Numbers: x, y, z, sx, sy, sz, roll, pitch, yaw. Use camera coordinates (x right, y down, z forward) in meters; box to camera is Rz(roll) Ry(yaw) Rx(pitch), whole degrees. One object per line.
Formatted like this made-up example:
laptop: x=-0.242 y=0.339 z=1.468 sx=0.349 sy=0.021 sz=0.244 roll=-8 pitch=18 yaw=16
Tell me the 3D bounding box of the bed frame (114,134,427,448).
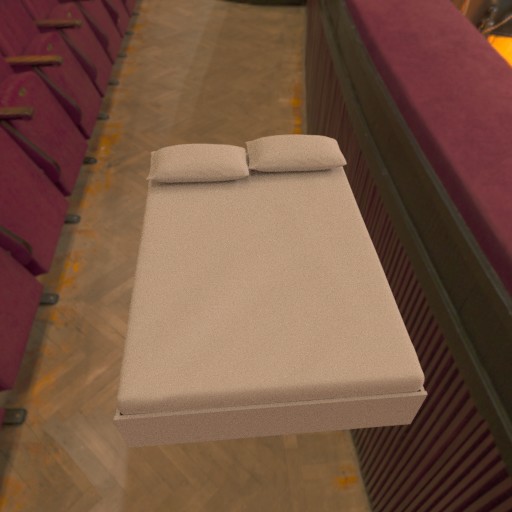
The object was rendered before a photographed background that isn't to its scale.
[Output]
bed frame: x=0.000 y=0.000 z=2.710 sx=1.450 sy=0.629 sz=1.950 roll=-3 pitch=46 yaw=-3
